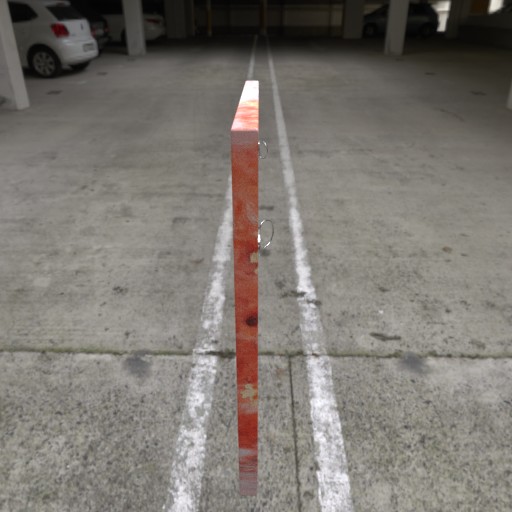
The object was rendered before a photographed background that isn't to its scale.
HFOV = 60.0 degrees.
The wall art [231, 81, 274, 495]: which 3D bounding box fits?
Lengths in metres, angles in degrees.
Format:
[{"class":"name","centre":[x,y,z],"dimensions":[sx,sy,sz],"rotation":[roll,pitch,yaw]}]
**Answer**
[{"class":"wall art","centre":[0.000,0.000,1.092],"dimensions":[0.064,0.746,0.747],"rotation":[0,26,0]}]
